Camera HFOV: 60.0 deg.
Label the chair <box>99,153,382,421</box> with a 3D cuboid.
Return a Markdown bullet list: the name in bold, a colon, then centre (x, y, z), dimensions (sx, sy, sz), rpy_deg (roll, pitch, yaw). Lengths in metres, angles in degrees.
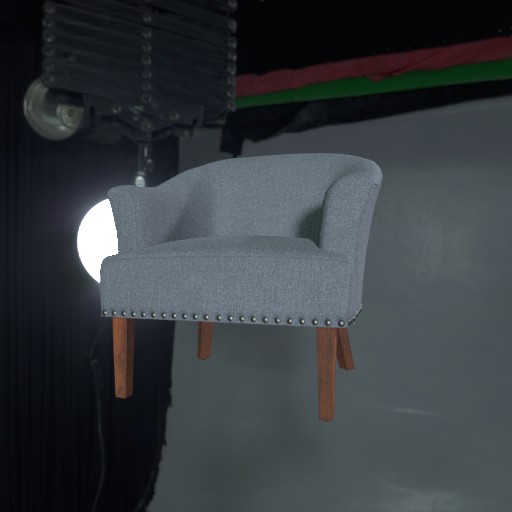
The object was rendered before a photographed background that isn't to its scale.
- **chair**: centre (0.000, 0.000, 1.463), dimensions (0.798, 0.815, 0.704), rpy_deg (0, 0, 18)
